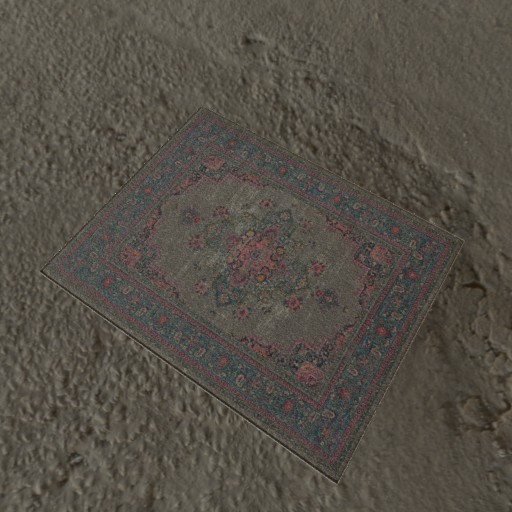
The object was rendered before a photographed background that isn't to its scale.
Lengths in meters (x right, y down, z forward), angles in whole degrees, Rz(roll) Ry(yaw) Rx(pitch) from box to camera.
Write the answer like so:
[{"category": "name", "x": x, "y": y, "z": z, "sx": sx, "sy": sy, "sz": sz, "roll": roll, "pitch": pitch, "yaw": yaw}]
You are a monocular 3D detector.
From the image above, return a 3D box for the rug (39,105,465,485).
[{"category": "rug", "x": 0.000, "y": 0.000, "z": 4.038, "sx": 3.057, "sy": 0.013, "sz": 2.434, "roll": 31, "pitch": 67, "yaw": 15}]
